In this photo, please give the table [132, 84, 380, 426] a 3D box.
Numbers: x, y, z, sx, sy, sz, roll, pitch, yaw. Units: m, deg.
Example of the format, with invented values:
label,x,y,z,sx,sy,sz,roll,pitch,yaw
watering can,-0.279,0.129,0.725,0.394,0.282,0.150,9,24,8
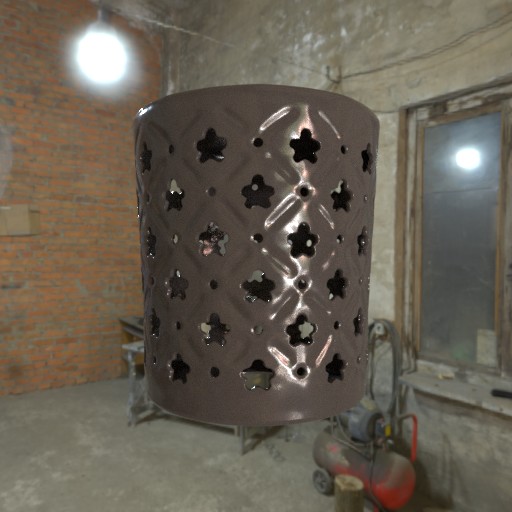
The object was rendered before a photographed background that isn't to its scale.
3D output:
label,x,y,z,sx,sy,sz,roll,pitch,yaw
table,0.000,0.000,0.655,0.352,0.387,0.352,0,1,0
